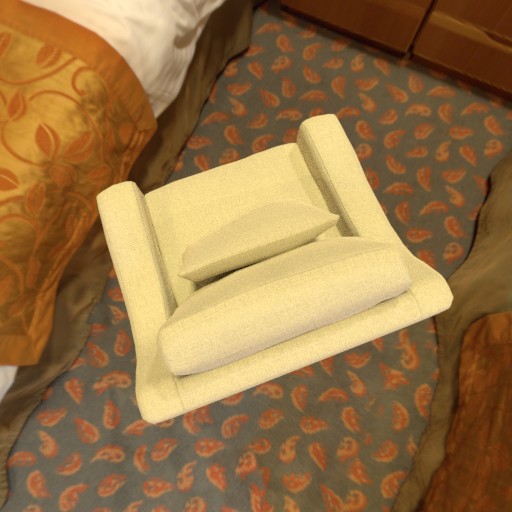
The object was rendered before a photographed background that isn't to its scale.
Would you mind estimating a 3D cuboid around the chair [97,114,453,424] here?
[{"bbox_3d":[0.000,0.000,1.972,1.178,1.016,1.009,-20,77,-5],"label":"chair"}]
